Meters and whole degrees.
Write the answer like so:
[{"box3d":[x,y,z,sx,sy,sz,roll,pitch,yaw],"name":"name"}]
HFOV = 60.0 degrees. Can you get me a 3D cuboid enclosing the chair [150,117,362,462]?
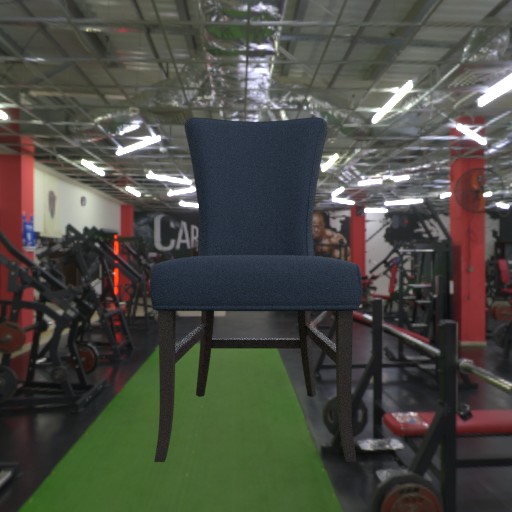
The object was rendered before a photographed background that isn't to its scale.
[{"box3d":[0.000,0.000,1.374,0.520,0.991,0.660,0,1,0],"name":"chair"}]
